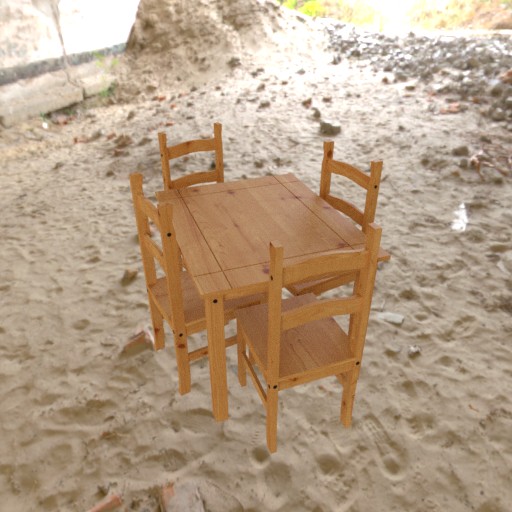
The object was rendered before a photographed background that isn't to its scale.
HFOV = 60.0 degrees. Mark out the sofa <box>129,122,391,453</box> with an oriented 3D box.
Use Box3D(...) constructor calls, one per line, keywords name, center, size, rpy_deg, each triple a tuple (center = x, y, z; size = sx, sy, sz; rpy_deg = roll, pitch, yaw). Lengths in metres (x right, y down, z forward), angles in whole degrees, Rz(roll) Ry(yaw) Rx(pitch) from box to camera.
Box3D(name="sofa", center=(0.000, 0.000, 2.293), size=(1.144, 1.000, 1.529), rpy_deg=(-11, 33, -17))
